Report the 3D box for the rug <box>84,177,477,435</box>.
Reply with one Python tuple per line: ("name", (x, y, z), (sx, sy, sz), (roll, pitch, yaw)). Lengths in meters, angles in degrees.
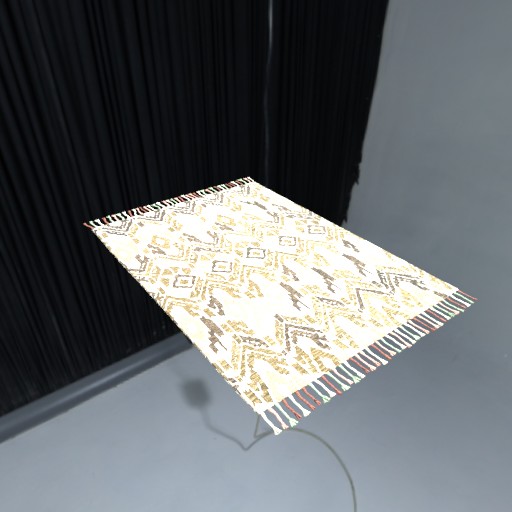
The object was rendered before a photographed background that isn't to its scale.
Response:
("rug", (0.000, 0.000, 2.337), (1.219, 0.008, 1.829), (-22, 38, -30))
